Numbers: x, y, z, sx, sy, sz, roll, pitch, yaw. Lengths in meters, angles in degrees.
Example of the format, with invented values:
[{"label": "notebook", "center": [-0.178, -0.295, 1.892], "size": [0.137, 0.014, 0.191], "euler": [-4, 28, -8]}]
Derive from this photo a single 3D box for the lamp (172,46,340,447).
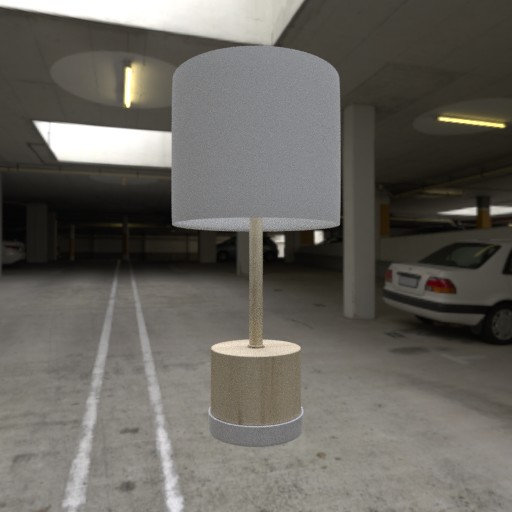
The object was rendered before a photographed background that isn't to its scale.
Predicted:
[{"label": "lamp", "center": [0.000, 0.000, 0.609], "size": [0.229, 0.470, 0.229], "euler": [0, -1, -17]}]
